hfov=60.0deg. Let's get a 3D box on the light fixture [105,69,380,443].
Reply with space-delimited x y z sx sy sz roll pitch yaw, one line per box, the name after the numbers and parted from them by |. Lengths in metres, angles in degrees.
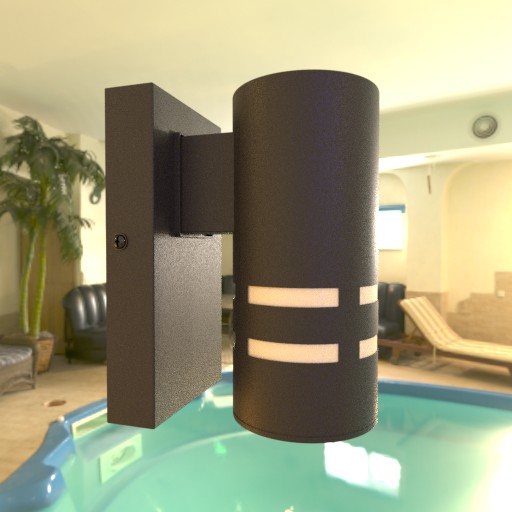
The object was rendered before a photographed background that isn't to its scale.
0.000 0.000 0.259 0.138 0.179 0.098 0 1 18 | light fixture
